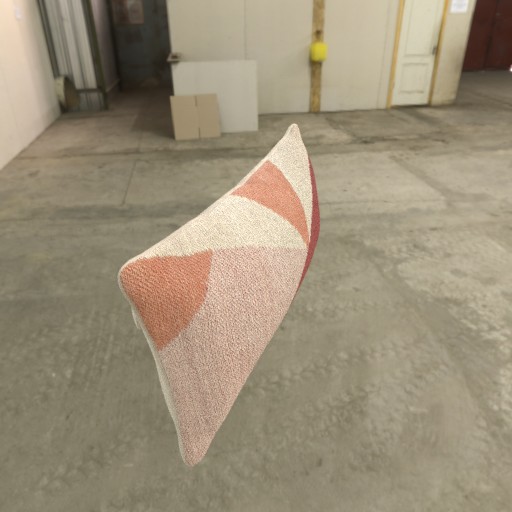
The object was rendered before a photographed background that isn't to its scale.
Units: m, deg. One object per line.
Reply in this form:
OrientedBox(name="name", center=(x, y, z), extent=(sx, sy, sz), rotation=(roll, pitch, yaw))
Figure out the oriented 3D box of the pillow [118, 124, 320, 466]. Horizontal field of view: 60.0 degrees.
OrientedBox(name="pillow", center=(0.000, 0.000, 0.718), extent=(0.155, 0.292, 0.609), rotation=(10, 31, 17))
